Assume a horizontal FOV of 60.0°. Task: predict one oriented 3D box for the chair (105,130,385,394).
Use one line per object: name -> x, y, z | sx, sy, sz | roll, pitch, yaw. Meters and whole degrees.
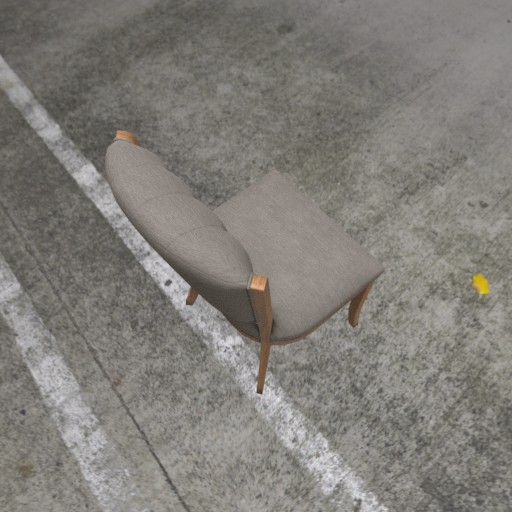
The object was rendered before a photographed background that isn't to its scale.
chair -> 0.000, 0.000, 1.269 | 0.584, 0.905, 0.513 | -35, 65, -19
